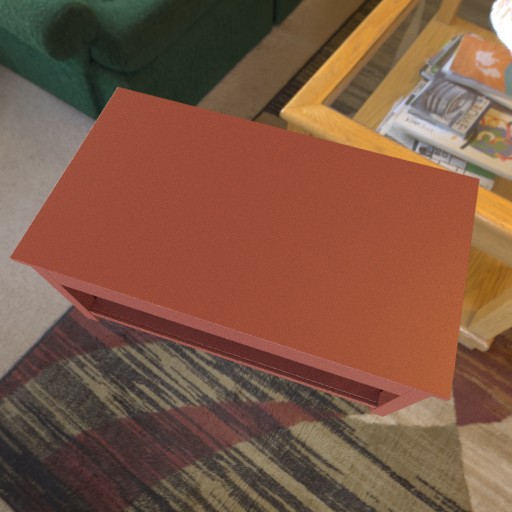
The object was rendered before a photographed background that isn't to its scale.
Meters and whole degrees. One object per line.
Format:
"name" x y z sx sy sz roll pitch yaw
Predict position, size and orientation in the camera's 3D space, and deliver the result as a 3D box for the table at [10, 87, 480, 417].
"table" 0.000 0.000 1.359 1.068 0.493 0.612 17 65 8
